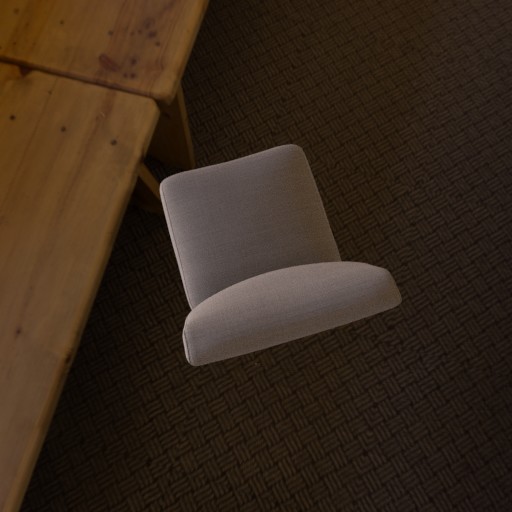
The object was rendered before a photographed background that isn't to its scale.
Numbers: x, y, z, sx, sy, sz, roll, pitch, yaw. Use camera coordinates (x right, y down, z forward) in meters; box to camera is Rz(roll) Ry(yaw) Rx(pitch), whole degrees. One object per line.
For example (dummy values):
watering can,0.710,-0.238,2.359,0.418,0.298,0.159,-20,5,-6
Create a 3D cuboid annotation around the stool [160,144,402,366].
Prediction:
stool,0.000,0.000,1.357,0.459,1.019,0.570,-16,77,-4
